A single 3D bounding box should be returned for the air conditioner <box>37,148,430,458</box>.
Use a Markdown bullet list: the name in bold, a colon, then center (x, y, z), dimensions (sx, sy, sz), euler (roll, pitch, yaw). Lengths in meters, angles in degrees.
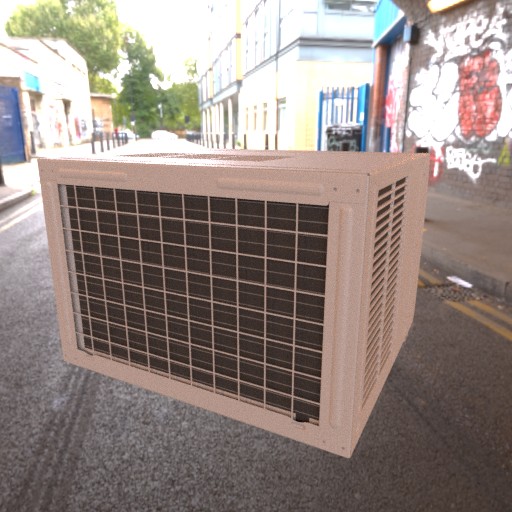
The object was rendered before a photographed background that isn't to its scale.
- **air conditioner**: center (0.000, 0.000, 1.022), dimensions (0.645, 0.455, 0.599), euler (8, 18, 27)
